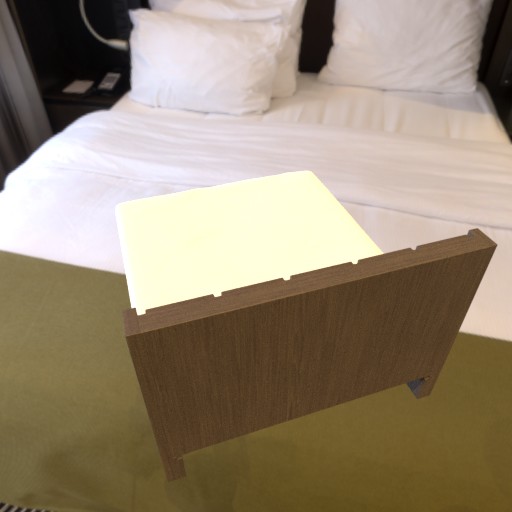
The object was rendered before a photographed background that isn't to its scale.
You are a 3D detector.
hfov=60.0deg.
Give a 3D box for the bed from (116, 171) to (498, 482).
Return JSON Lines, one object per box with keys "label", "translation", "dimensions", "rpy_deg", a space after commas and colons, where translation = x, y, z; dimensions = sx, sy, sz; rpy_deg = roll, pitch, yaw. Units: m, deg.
{"label": "bed", "translation": [0.000, 0.000, 3.005], "dimensions": [1.735, 1.261, 1.992], "rpy_deg": [-12, 42, -14]}
